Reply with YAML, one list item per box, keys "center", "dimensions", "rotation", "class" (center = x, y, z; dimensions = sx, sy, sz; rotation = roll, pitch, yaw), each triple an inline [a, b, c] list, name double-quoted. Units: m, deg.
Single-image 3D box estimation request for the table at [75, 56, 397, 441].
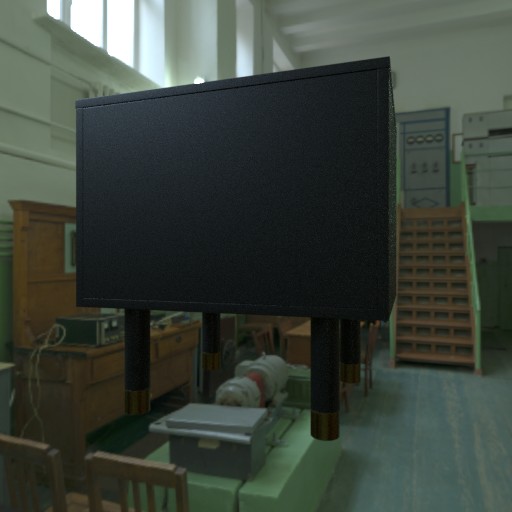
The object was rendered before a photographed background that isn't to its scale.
- center: [0.000, 0.000, 0.947]
  dimensions: [0.564, 0.584, 0.441]
  rotation: [0, 0, 19]
  class: "table"
